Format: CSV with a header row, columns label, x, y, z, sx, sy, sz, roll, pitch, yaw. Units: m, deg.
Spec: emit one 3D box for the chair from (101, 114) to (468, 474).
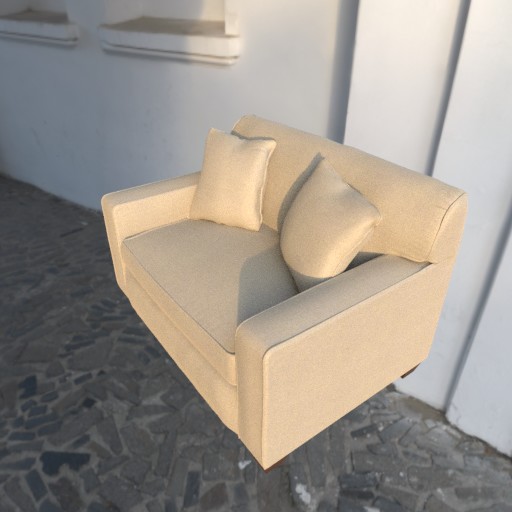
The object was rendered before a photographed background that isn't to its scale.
label,x,y,z,sx,sy,sz,roll,pitch,yaw
chair,0.000,0.000,2.053,1.000,0.948,1.383,-21,38,-30
